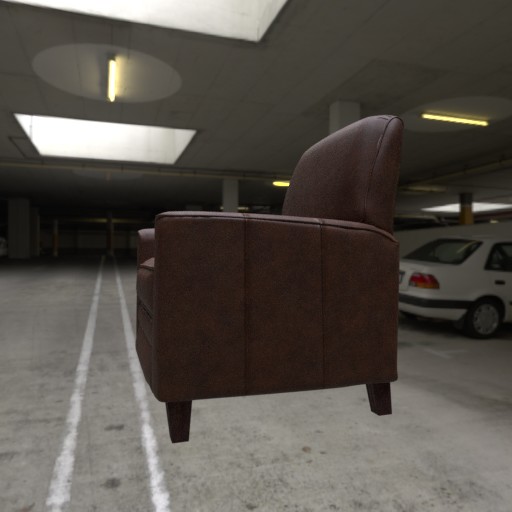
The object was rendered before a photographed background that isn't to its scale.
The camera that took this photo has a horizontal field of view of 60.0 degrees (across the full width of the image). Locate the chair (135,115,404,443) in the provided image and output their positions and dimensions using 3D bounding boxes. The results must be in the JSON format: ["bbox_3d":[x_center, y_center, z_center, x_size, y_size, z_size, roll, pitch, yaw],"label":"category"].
[{"bbox_3d":[0.000,0.000,1.655,0.850,1.010,0.839,0,0,-19],"label":"chair"}]
